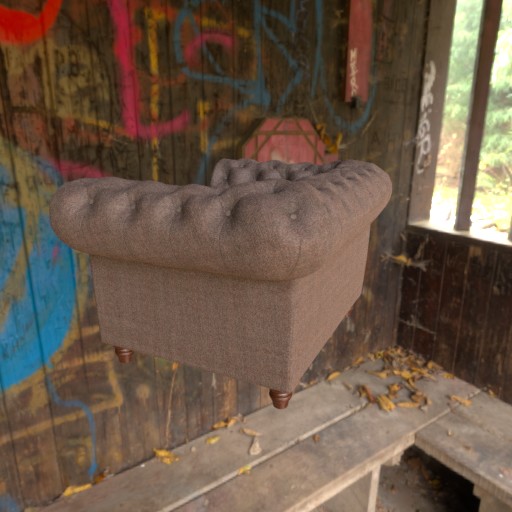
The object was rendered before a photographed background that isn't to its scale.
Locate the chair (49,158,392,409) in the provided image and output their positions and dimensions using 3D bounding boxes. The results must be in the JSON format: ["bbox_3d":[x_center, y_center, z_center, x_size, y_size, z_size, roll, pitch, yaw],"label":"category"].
[{"bbox_3d":[0.000,0.000,1.909,0.945,0.780,1.298,8,18,25],"label":"chair"}]
